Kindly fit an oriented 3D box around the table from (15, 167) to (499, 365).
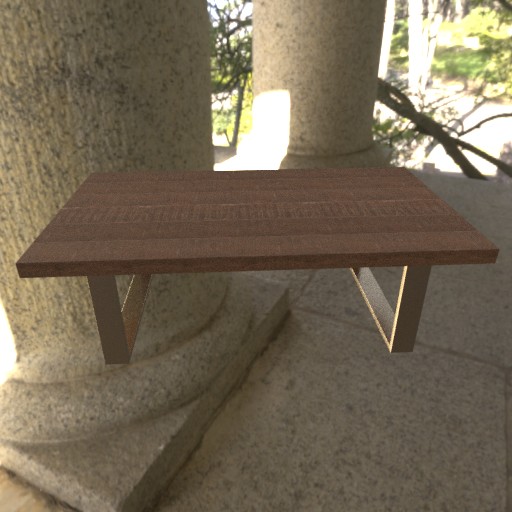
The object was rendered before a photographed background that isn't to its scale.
[{"bbox_3d":[0.000,0.000,1.733,1.400,0.440,0.800,-2,29,-3],"label":"table"}]
